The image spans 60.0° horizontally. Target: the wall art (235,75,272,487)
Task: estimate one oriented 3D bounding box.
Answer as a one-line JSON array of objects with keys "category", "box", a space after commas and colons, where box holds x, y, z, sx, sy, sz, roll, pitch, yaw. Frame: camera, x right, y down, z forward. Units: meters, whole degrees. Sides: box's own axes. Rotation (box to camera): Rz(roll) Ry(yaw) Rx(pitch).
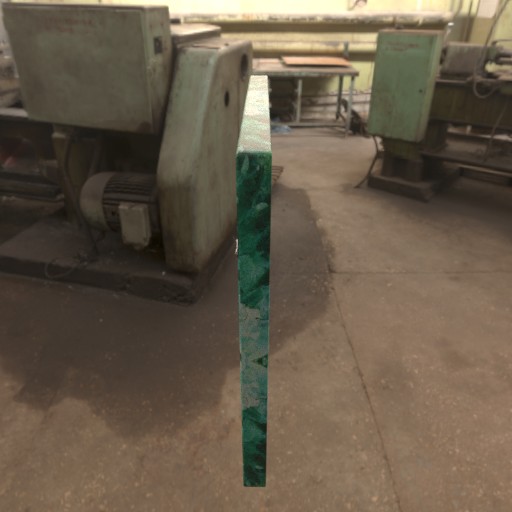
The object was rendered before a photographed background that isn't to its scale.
[{"category": "wall art", "box": [0.000, 0.000, 0.754, 0.038, 0.508, 0.507, 0, 30, 1]}]
